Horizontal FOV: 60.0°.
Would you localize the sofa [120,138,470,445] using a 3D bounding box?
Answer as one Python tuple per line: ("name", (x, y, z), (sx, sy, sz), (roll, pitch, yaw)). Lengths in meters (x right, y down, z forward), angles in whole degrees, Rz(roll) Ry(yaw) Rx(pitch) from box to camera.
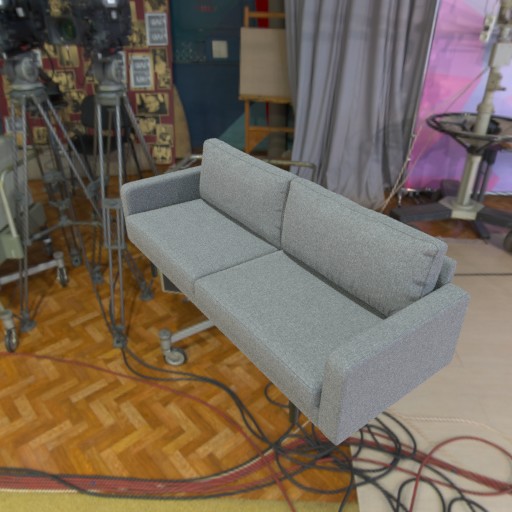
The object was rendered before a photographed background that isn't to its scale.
("sofa", (0.000, 0.000, 2.672), (0.880, 0.880, 2.200), (-21, 37, -30))
